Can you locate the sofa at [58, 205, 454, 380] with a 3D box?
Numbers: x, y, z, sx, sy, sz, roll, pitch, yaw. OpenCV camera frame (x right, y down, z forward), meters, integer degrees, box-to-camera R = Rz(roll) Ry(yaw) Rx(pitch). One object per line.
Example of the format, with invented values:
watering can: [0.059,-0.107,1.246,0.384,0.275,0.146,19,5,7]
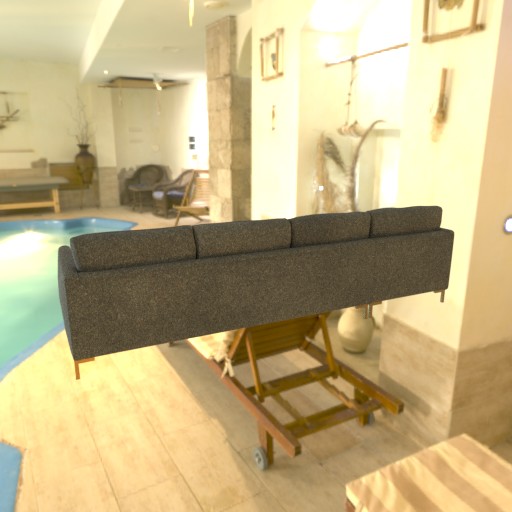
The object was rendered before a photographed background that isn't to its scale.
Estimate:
sofa: [0.000,0.000,3.557,2.932,0.810,1.350,-7,16,-25]
